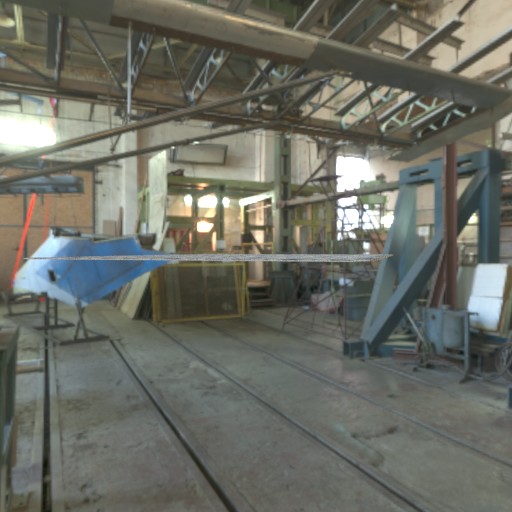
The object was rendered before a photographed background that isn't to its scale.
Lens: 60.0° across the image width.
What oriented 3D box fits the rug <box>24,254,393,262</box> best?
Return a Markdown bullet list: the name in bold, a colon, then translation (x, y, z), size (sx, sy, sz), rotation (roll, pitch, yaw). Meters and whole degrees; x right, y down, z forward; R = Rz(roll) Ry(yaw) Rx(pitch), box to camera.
- **rug**: translation (0.000, 0.000, 4.287), size (2.437, 0.015, 3.205), rotation (0, 1, 19)
